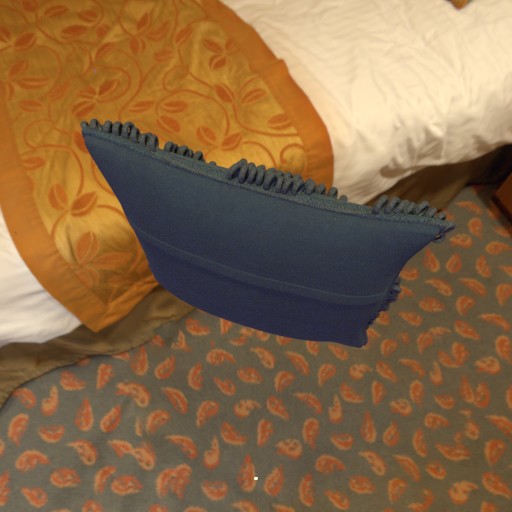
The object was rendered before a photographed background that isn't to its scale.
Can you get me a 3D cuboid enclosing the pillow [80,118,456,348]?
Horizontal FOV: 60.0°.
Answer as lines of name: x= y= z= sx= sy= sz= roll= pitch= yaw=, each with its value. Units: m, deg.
pillow: x=0.000 y=0.000 z=0.719 sx=0.469 sy=0.466 sz=0.172 roll=17 pitch=65 yaw=8
